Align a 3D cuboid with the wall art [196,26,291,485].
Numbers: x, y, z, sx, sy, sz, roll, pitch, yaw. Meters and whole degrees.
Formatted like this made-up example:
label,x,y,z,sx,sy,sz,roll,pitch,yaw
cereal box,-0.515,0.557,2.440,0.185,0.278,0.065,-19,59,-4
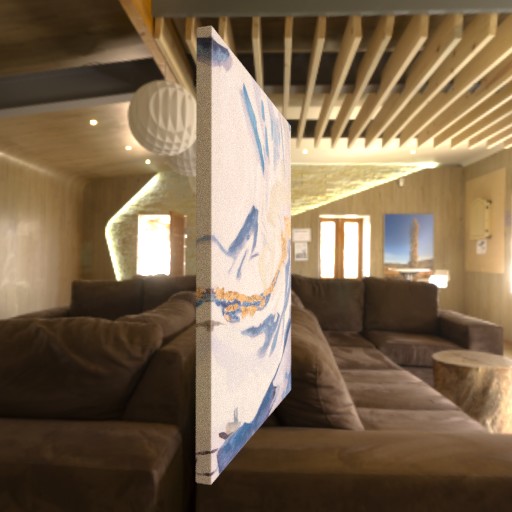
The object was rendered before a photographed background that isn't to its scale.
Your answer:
label,x,y,z,sx,sy,sz,roll,pitch,yaw
wall art,0.000,0.000,1.343,0.038,1.015,0.761,0,-1,18
